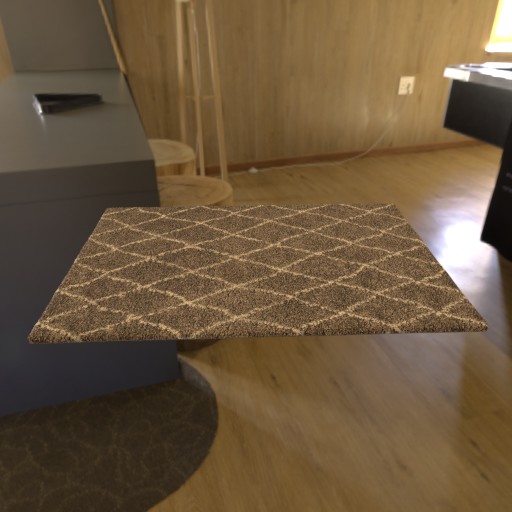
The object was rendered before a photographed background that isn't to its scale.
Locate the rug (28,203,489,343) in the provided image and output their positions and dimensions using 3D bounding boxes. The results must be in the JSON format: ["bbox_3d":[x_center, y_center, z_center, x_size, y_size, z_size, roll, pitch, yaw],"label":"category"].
[{"bbox_3d":[0.000,0.000,2.224,1.778,0.030,1.219,-1,30,-2],"label":"rug"}]
